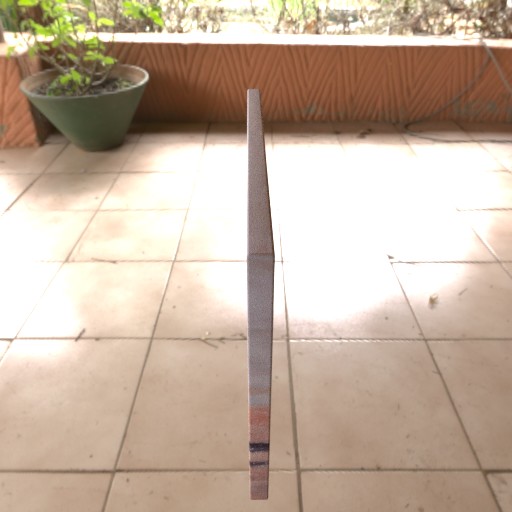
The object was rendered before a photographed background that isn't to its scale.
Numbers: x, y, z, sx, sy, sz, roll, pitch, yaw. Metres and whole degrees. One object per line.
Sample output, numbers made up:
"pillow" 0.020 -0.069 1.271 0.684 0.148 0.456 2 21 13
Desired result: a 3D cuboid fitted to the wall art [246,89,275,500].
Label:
"wall art" 0.000 0.000 1.129 0.038 0.609 0.913 0 34 -1
